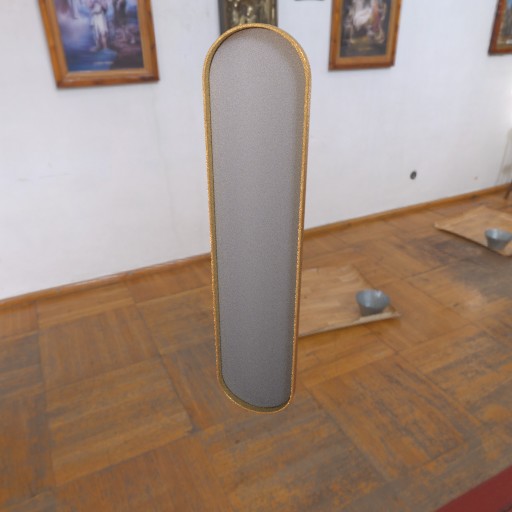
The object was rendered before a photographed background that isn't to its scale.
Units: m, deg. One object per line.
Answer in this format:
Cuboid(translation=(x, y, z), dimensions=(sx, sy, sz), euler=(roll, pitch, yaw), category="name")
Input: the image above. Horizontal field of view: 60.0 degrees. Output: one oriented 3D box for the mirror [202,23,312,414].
Cuboid(translation=(0.000, 0.000, 1.065), dimensions=(0.222, 0.991, 0.032), euler=(8, 28, 16), category="mirror")
